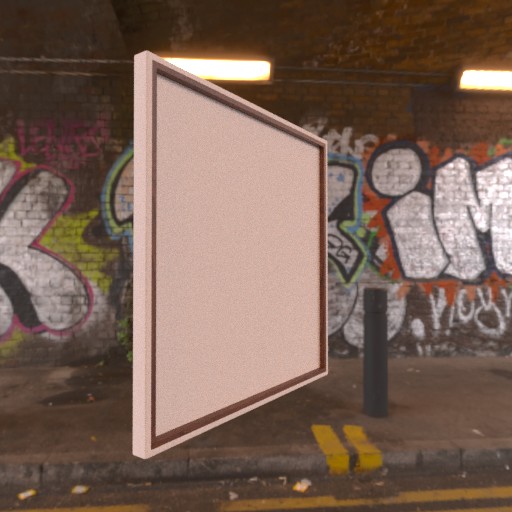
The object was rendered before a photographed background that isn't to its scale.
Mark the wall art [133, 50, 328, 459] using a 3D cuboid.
[{"bbox_3d":[0.000,0.000,1.517,0.049,1.009,1.009,-1,-1,35],"label":"wall art"}]
